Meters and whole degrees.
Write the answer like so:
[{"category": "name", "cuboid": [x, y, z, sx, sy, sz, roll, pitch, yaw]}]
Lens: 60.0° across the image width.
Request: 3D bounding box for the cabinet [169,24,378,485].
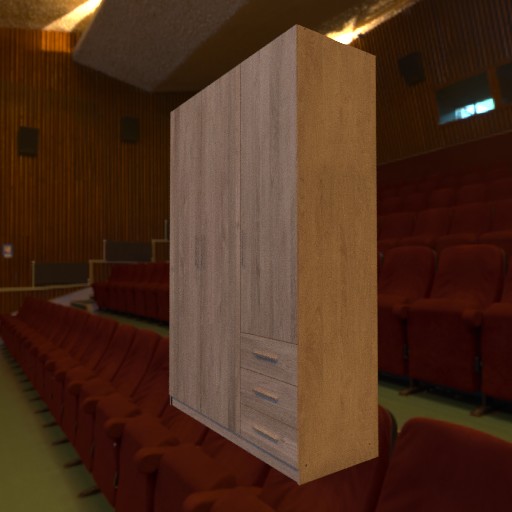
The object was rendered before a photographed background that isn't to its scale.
[{"category": "cabinet", "cuboid": [0.000, 0.000, 2.499, 0.510, 1.910, 1.290, 1, -2, -35]}]
